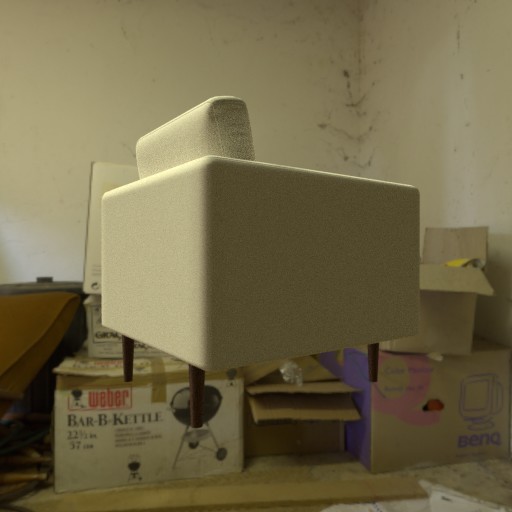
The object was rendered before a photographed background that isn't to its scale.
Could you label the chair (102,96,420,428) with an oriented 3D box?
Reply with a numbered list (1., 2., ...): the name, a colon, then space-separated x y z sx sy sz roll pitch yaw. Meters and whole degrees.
1. chair: 0.000 0.000 1.606 0.879 0.899 0.831 0 0 -36
